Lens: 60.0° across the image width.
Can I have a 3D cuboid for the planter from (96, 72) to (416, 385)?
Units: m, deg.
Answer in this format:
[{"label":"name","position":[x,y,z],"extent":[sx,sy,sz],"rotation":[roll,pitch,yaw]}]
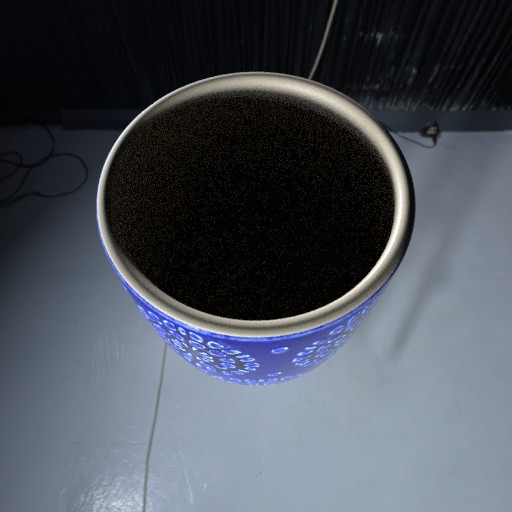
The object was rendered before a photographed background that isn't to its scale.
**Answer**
[{"label":"planter","position":[0.000,0.000,0.200],"extent":[0.109,0.112,0.109],"rotation":[0,64,0]}]
